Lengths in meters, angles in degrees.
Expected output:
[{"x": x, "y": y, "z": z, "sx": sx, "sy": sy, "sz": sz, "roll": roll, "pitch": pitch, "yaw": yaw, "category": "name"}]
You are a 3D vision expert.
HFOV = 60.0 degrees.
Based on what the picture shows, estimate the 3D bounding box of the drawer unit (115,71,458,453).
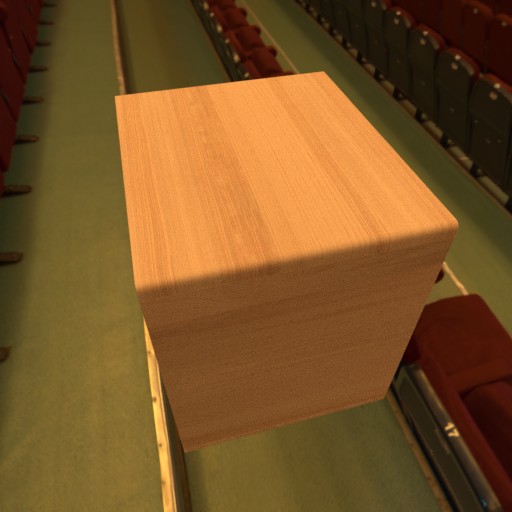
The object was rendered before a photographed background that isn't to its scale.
[{"x": 0.000, "y": 0.000, "z": 0.613, "sx": 0.290, "sy": 0.344, "sz": 0.344, "roll": -11, "pitch": 47, "yaw": -11, "category": "drawer unit"}]
